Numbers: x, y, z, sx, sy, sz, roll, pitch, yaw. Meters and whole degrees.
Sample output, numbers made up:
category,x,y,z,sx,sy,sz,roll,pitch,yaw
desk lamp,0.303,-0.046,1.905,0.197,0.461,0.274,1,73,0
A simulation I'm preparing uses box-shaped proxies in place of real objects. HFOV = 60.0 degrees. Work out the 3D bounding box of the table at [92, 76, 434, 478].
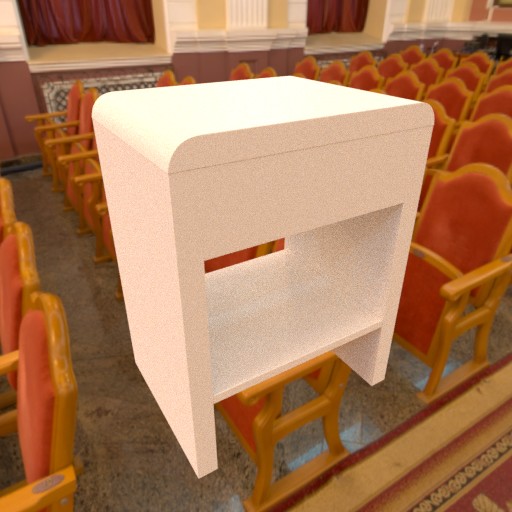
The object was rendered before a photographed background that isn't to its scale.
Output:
category,x,y,z,sx,sy,sz,roll,pitch,yaw
table,0.000,0.000,0.858,0.450,0.590,0.350,-17,34,-27
